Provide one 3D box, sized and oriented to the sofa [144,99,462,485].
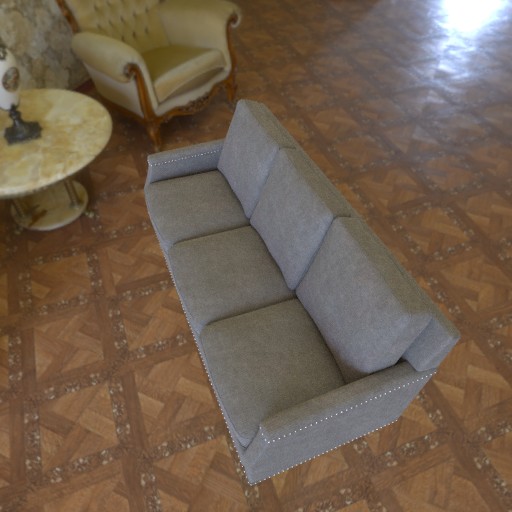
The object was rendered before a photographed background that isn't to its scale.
[{"bbox_3d":[0.000,0.000,2.743,1.034,1.042,2.226,-17,49,-15],"label":"sofa"}]
